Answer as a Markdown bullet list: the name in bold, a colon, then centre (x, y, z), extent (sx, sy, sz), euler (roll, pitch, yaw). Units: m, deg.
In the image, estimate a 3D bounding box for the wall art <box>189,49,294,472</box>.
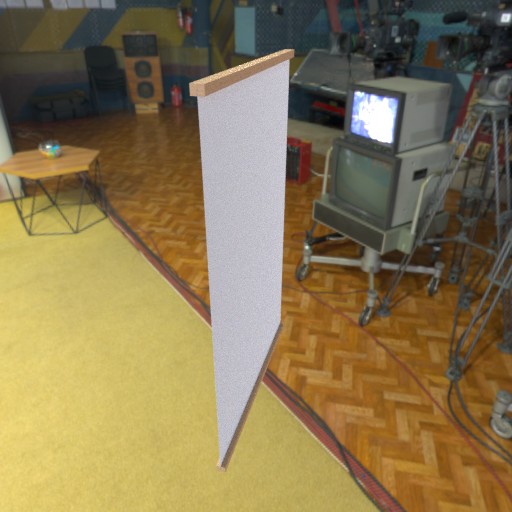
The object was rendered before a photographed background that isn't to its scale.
- **wall art**: centre (0.000, 0.000, 0.757), extent (0.016, 0.611, 0.401), euler (9, 31, 15)
